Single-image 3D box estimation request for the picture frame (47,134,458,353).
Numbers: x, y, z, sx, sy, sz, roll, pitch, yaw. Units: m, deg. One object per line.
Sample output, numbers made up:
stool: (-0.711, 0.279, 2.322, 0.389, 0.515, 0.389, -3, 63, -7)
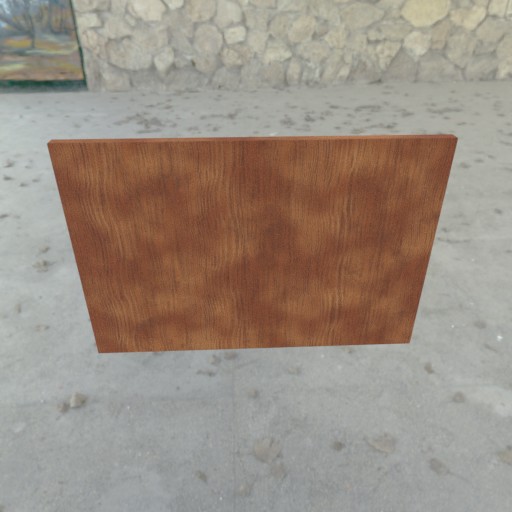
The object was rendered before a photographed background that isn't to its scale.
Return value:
picture frame: (0.000, 0.000, 1.201, 0.950, 0.640, 0.029, -1, 31, -2)
